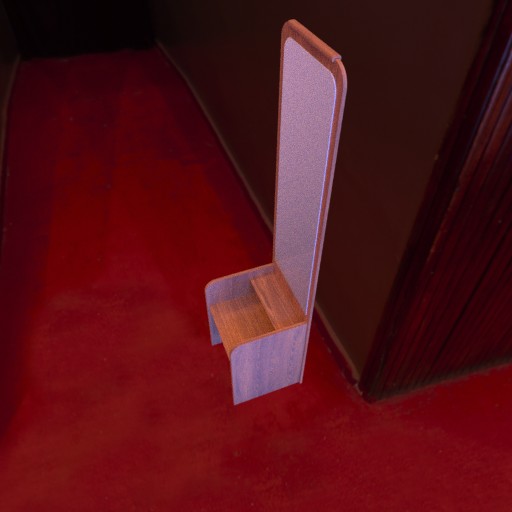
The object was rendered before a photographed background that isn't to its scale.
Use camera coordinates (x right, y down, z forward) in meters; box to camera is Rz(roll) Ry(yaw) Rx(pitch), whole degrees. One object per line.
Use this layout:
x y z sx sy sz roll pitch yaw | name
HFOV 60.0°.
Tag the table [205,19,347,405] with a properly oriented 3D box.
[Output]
0.000 0.000 1.990 0.420 1.830 0.450 -16 48 -14 | table
